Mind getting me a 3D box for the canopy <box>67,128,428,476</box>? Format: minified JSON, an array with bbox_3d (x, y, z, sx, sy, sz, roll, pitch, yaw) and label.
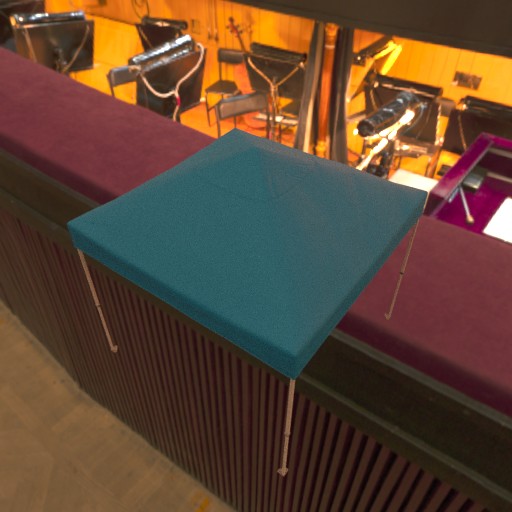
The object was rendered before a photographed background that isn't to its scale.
[{"bbox_3d":[0.000,0.000,5.580,2.998,2.997,2.996,26,47,27],"label":"canopy"}]
